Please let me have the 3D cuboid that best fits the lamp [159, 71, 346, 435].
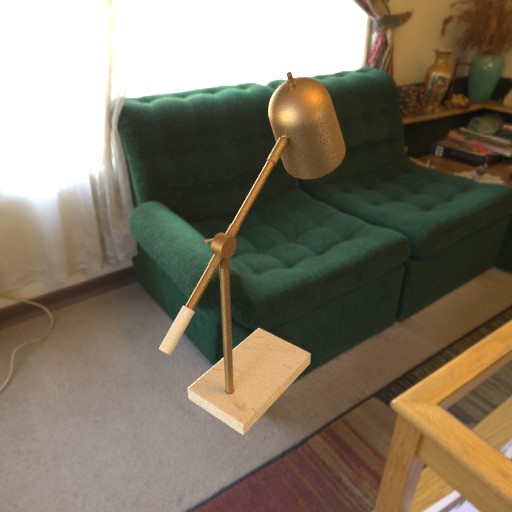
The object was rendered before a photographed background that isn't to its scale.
[{"bbox_3d":[0.000,0.000,0.804,0.144,0.603,0.471,21,37,32],"label":"lamp"}]
